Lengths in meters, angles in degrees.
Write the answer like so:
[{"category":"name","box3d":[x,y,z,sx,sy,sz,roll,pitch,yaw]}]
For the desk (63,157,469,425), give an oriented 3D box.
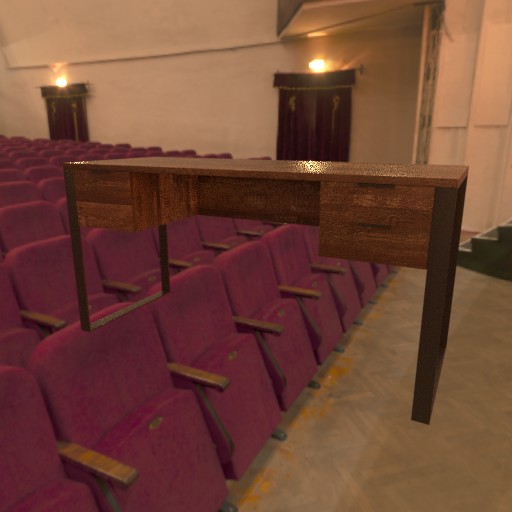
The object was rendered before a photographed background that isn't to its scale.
[{"category":"desk","box3d":[0.000,0.000,1.876,1.524,0.762,0.599,8,17,26]}]
